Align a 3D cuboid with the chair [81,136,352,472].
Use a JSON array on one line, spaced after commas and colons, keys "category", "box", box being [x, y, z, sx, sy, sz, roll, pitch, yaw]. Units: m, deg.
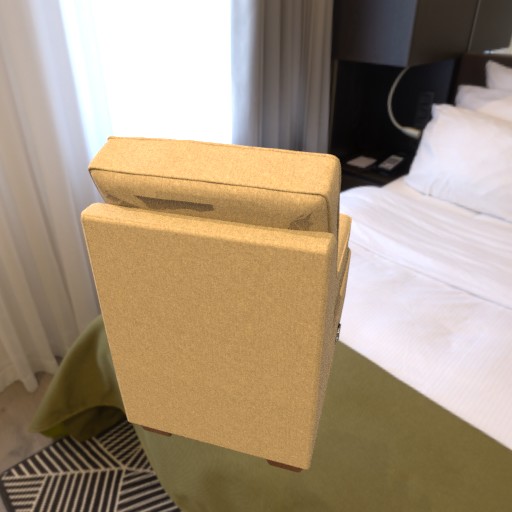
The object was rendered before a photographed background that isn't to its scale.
[{"category": "chair", "box": [0.000, 0.000, 1.665, 0.674, 1.058, 1.020, 9, 32, 14]}]
